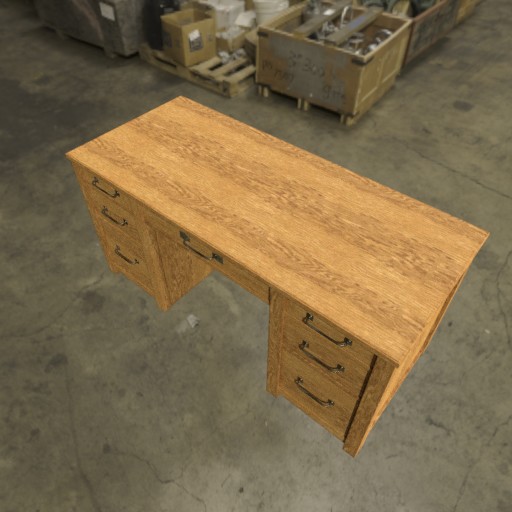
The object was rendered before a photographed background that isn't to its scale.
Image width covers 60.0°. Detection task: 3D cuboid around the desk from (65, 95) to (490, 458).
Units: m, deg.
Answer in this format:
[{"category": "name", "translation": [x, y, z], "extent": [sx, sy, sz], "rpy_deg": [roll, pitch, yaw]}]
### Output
[{"category": "desk", "translation": [0.000, 0.000, 1.989], "extent": [1.567, 0.751, 0.685], "rpy_deg": [31, 54, 26]}]
